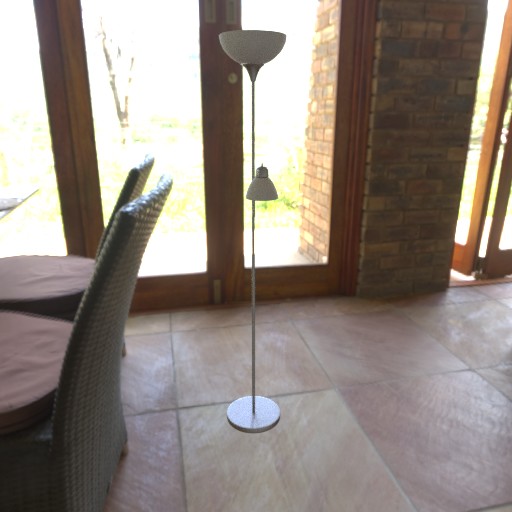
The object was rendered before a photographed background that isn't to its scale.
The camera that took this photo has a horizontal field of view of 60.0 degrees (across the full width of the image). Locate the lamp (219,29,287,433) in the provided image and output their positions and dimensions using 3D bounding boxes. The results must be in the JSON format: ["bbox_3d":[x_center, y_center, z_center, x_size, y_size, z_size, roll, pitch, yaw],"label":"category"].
[{"bbox_3d":[0.000,0.000,1.977,0.279,1.804,0.425,-3,18,-9],"label":"lamp"}]
